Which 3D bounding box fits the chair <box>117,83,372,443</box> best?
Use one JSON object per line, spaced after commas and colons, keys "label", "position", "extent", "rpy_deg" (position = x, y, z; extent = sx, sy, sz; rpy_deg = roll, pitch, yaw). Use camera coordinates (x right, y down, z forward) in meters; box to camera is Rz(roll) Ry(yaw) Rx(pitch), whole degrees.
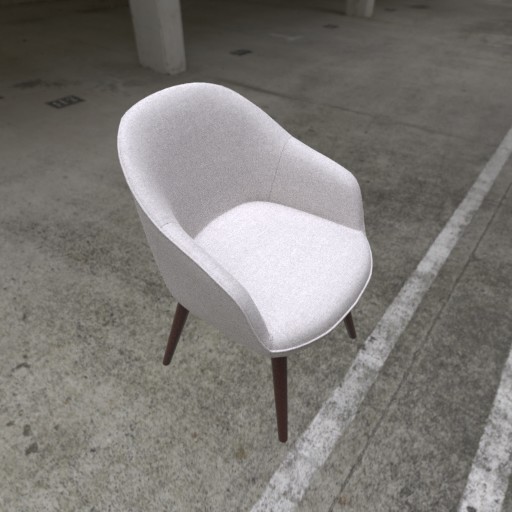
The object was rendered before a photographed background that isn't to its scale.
{"label": "chair", "position": [0.000, 0.000, 1.282], "extent": [0.635, 0.823, 0.596], "rpy_deg": [24, 46, 26]}
